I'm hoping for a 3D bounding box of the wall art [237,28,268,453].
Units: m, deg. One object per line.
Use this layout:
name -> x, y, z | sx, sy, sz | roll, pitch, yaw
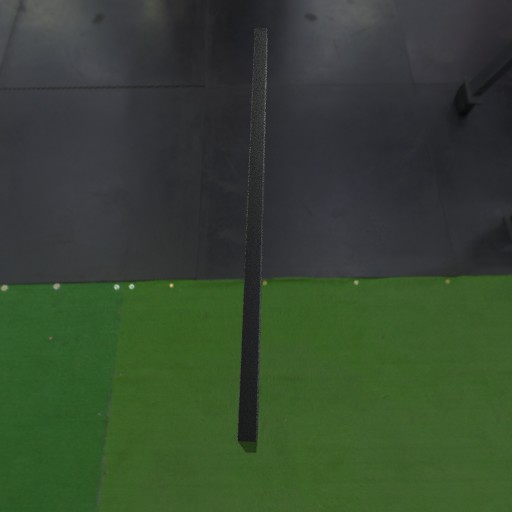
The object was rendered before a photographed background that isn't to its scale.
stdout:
wall art -> 0.000, 0.000, 0.826 | 0.022, 0.446, 0.659 | 1, 65, 1
